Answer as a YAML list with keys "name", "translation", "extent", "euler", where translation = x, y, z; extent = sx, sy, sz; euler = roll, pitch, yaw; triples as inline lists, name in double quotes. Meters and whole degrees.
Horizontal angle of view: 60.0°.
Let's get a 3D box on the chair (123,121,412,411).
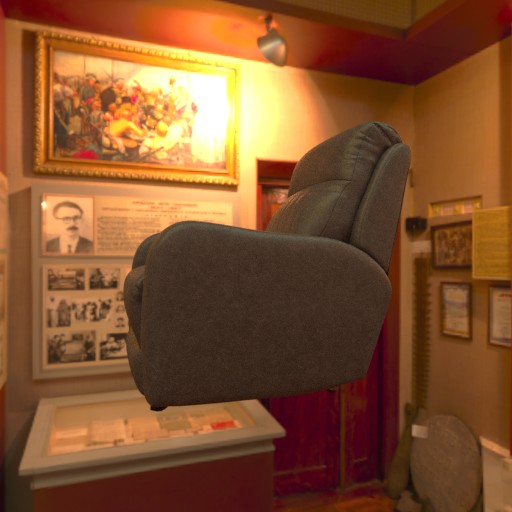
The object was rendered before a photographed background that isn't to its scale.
- name: "chair"
  translation: [0.000, 0.000, 1.874]
  extent: [1.067, 1.067, 0.865]
  euler: [0, 0, -18]
